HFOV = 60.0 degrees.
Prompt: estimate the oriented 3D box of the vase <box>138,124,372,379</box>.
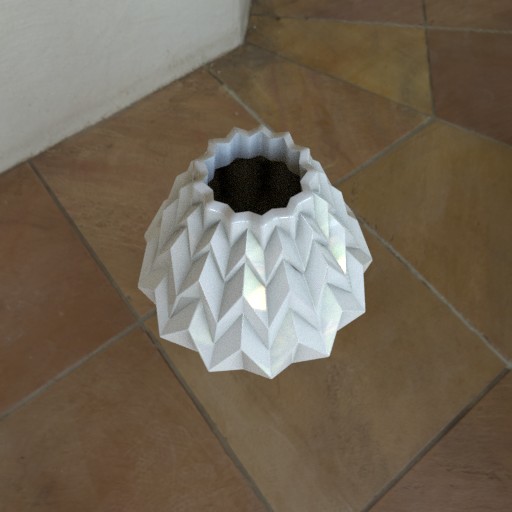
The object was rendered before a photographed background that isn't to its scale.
[{"bbox_3d":[0.000,0.000,0.303,0.164,0.185,0.164,0,63,0],"label":"vase"}]
